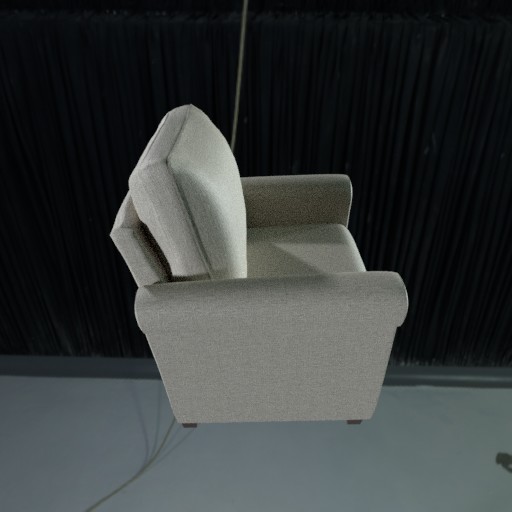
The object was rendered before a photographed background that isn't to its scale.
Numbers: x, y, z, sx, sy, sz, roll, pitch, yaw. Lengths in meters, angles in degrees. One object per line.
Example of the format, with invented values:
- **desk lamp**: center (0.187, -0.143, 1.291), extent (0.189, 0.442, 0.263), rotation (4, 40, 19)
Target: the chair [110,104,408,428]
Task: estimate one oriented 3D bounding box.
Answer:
- **chair**: center (0.000, 0.000, 2.314), extent (1.180, 1.349, 1.275), rotation (-1, 32, -1)
